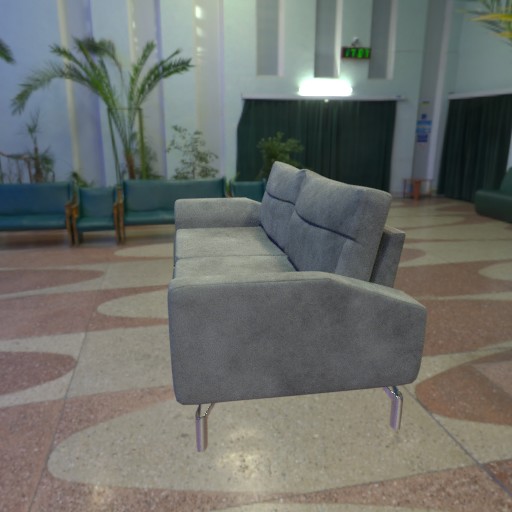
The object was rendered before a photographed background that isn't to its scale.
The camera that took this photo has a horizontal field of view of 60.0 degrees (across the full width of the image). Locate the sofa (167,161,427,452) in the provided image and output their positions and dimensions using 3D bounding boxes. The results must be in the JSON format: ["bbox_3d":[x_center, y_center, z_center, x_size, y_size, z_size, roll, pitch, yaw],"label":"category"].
[{"bbox_3d":[0.000,0.000,2.263,0.849,0.859,1.837,-3,16,-9],"label":"sofa"}]
